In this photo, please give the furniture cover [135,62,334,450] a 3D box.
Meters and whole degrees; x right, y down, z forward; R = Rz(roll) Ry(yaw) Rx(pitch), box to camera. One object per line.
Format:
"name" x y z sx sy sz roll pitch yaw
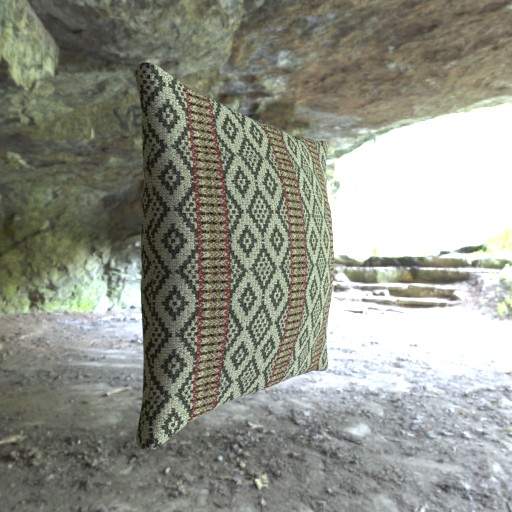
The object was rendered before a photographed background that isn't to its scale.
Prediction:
"furniture cover" 0.000 0.000 0.776 0.182 0.506 0.503 0 1 36
